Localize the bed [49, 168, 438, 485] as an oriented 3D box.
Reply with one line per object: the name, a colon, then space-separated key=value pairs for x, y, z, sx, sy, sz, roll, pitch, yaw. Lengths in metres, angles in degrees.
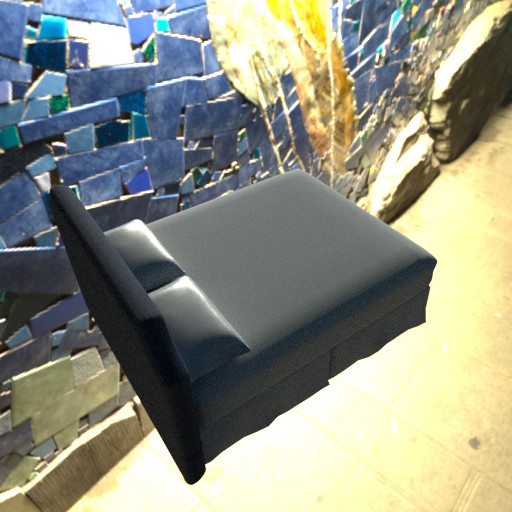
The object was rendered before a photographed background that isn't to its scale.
bed: x=0.000 y=0.000 z=3.277 sx=2.260 sy=1.297 sz=1.831 roll=-25 pitch=47 yaw=-26
